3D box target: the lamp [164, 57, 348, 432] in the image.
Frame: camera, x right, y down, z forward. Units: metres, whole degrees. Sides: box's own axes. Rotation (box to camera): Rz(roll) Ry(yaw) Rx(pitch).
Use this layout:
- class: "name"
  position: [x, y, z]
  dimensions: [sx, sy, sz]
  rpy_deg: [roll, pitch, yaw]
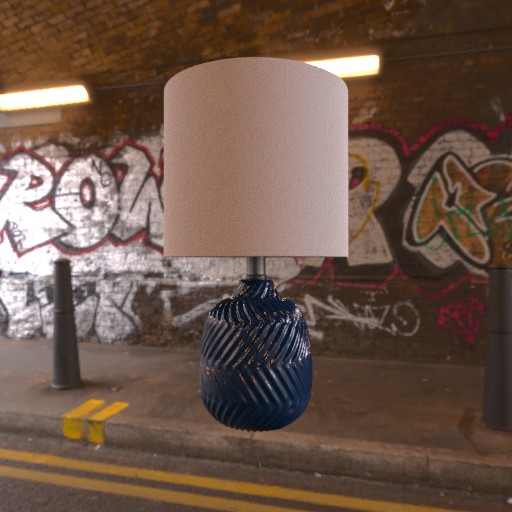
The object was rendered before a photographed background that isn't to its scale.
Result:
- class: "lamp"
  position: [0.000, 0.000, 0.499]
  dimensions: [0.203, 0.368, 0.203]
  rpy_deg: [0, -1, -37]
